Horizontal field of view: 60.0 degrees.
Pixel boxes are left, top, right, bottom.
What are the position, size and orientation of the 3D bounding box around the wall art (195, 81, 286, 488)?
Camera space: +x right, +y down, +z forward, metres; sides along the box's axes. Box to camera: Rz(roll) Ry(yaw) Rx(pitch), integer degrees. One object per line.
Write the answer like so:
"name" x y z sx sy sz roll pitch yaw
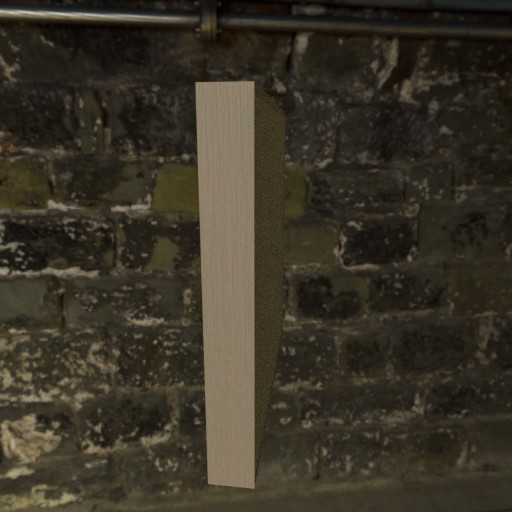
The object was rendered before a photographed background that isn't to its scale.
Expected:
"wall art" 0.000 0.000 0.463 0.038 0.303 0.304 2 14 7
